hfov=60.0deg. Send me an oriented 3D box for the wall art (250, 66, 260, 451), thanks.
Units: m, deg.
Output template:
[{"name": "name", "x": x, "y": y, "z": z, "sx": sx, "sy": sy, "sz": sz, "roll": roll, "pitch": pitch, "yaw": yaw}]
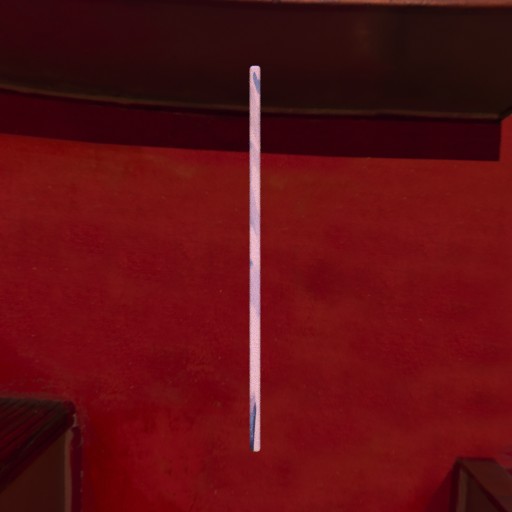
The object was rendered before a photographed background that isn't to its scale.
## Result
[{"name": "wall art", "x": 0.000, "y": 0.000, "z": 1.154, "sx": 0.016, "sy": 0.914, "sz": 0.610, "roll": 0, "pitch": 91, "yaw": 0}]
